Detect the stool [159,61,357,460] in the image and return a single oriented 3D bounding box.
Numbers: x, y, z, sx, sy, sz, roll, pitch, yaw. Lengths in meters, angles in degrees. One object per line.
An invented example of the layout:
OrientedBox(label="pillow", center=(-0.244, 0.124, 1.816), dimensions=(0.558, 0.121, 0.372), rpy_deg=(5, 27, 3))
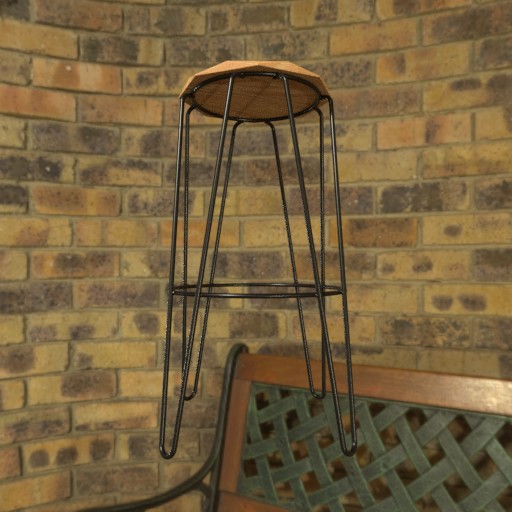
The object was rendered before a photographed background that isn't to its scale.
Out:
OrientedBox(label="stool", center=(0.000, 0.000, 0.807), dimensions=(0.326, 0.610, 0.326), rpy_deg=(0, -1, -2))
